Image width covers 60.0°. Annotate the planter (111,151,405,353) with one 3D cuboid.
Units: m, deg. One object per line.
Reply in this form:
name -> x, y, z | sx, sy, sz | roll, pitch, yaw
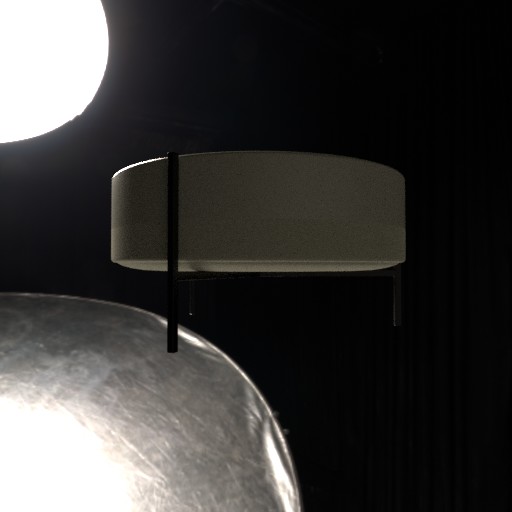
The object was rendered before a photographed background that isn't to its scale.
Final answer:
planter -> 0.000, 0.000, 0.536 | 0.336, 0.171, 0.345 | 1, -2, -35
